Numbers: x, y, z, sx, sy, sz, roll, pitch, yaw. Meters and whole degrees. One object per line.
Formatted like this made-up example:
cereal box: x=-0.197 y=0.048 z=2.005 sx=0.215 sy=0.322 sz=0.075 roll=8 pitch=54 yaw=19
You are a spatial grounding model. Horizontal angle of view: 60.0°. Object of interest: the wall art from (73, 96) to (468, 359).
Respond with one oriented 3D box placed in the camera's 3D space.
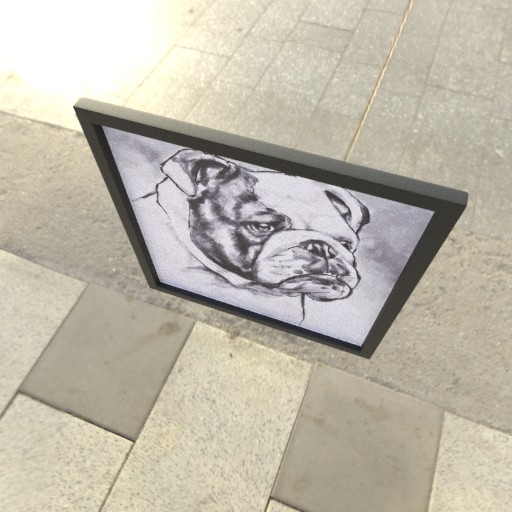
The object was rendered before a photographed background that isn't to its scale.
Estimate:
wall art: x=0.000 y=0.000 z=0.681 sx=0.456 sy=0.453 sz=0.022 roll=17 pitch=59 yaw=10
